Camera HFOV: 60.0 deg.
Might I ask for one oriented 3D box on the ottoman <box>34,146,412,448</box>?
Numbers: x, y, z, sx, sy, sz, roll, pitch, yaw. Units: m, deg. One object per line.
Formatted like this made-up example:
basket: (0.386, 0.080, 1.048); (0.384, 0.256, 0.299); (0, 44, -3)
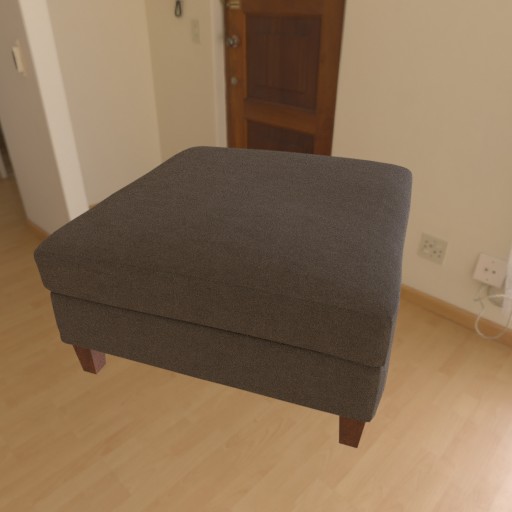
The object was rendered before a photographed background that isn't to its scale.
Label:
ottoman: (0.000, 0.000, 1.377); (0.861, 0.482, 0.881); (10, 32, 16)
